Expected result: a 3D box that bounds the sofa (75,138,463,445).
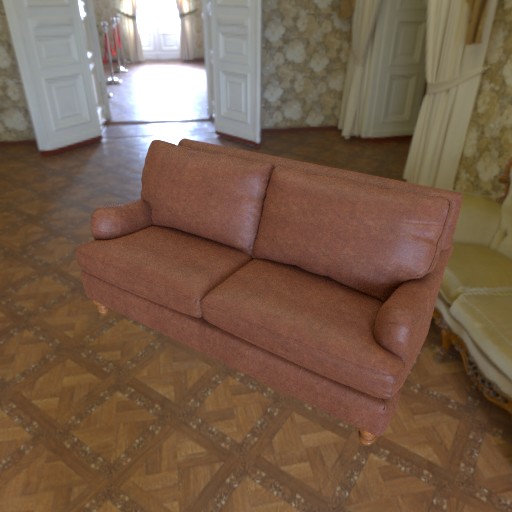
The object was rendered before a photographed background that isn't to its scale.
[{"bbox_3d":[0.000,0.000,2.761,2.144,1.071,1.147,18,35,28],"label":"sofa"}]
